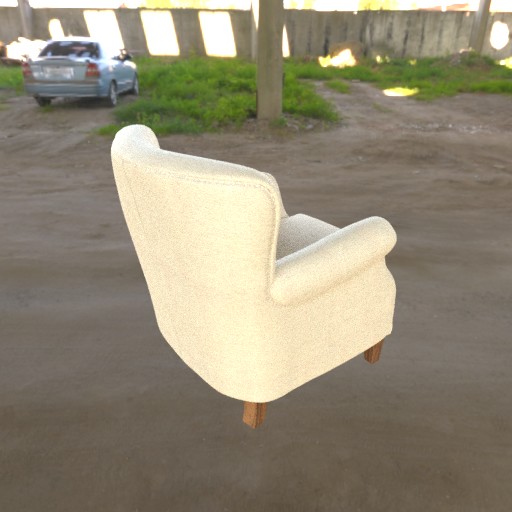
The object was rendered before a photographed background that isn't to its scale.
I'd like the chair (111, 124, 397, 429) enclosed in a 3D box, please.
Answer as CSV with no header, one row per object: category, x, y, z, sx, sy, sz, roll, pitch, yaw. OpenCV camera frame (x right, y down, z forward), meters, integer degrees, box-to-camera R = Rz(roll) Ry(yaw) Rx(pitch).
chair,0.000,0.000,1.682,0.921,0.936,0.861,-17,31,-30
